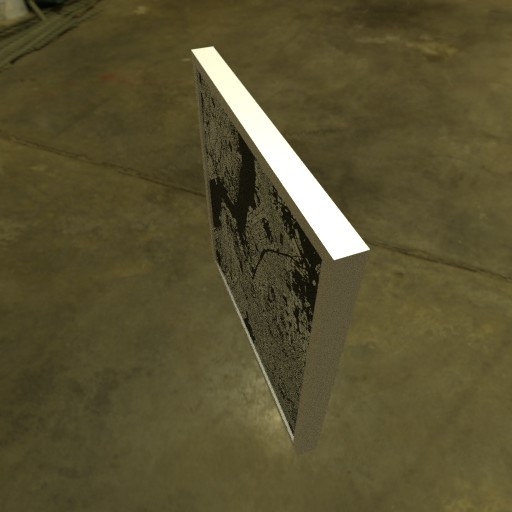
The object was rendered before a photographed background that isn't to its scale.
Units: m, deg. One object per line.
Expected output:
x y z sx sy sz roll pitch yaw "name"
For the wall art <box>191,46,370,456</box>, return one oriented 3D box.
0.000 0.000 0.759 0.038 0.506 0.506 -15 49 -14 "wall art"
